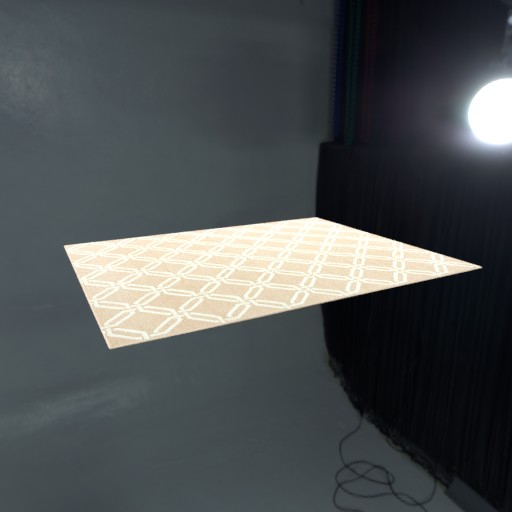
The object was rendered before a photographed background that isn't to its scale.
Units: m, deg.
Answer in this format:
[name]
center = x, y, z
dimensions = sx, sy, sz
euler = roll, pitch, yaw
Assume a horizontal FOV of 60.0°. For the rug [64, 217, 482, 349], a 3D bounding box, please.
[rug]
center = 0.000, 0.000, 3.869
dimensions = 2.895, 0.018, 2.288
euler = -8, 18, -27
